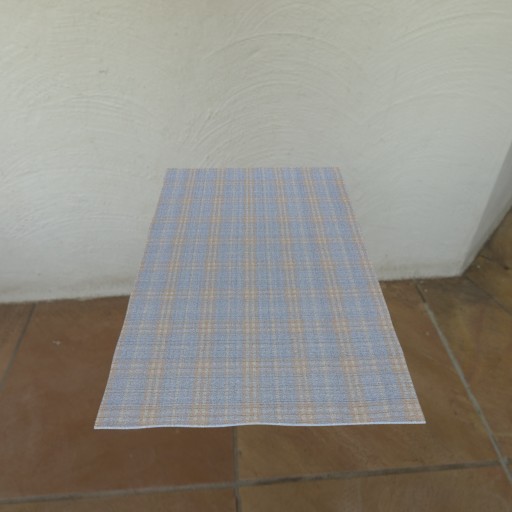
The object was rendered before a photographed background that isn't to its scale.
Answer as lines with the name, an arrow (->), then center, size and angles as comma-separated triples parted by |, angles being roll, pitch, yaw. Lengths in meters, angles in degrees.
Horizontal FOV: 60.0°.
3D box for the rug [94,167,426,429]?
rug -> 0.000, 0.000, 2.991 | 1.545, 0.016, 2.460 | -1, 40, -1
